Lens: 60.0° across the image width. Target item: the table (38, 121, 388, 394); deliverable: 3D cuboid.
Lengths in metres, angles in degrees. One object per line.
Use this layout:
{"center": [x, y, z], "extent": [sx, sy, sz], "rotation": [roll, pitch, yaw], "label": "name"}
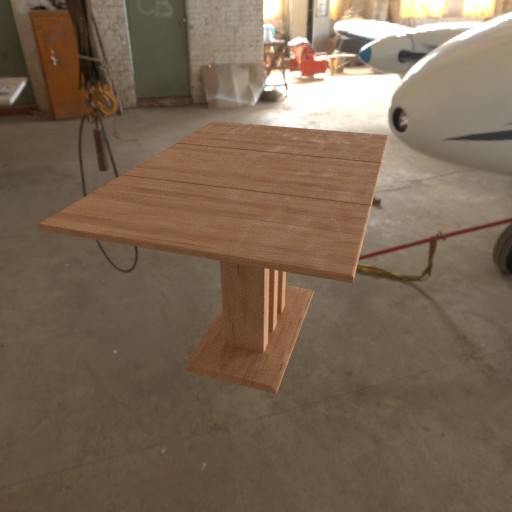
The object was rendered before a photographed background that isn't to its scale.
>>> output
{"center": [0.000, 0.000, 1.880], "extent": [0.900, 0.770, 1.300], "rotation": [9, 31, 15], "label": "table"}
